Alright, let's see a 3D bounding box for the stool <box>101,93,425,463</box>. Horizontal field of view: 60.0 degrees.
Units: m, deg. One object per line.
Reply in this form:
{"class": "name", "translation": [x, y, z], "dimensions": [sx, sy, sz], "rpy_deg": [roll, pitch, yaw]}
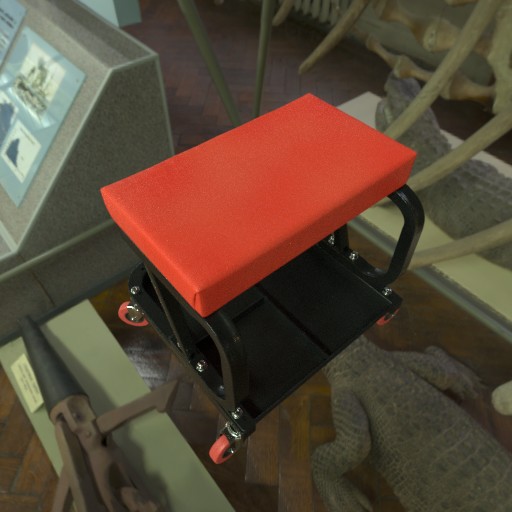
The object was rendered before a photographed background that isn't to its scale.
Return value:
{"class": "stool", "translation": [0.000, 0.000, 0.727], "dimensions": [0.446, 0.380, 0.371], "rpy_deg": [-32, 56, -25]}
